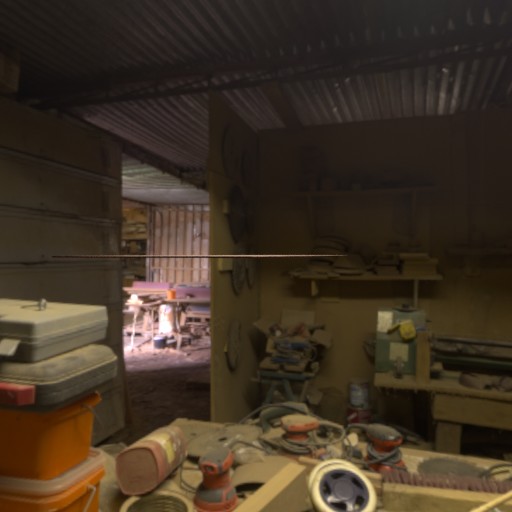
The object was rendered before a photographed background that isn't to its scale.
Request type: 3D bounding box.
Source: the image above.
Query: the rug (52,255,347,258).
[{"bbox_3d":[0.000,0.000,2.684,0.792,0.006,2.437,0,0,19],"label":"rug"}]
